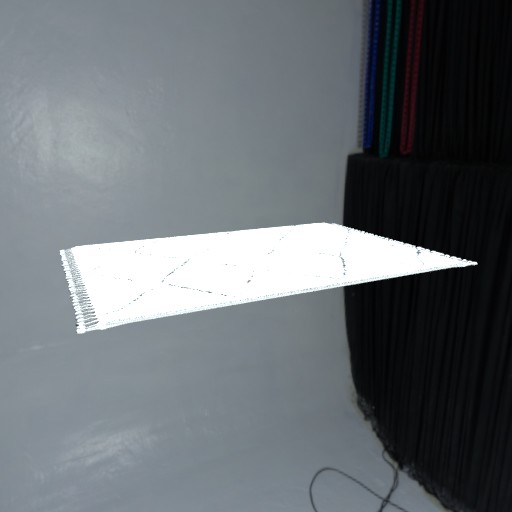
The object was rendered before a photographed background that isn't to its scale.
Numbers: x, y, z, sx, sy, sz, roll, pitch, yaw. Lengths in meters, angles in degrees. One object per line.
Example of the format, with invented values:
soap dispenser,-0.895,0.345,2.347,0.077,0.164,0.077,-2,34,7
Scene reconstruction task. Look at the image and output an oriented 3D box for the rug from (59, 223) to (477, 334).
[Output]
rug,0.000,0.000,2.885,2.307,0.031,1.494,-7,16,-25
